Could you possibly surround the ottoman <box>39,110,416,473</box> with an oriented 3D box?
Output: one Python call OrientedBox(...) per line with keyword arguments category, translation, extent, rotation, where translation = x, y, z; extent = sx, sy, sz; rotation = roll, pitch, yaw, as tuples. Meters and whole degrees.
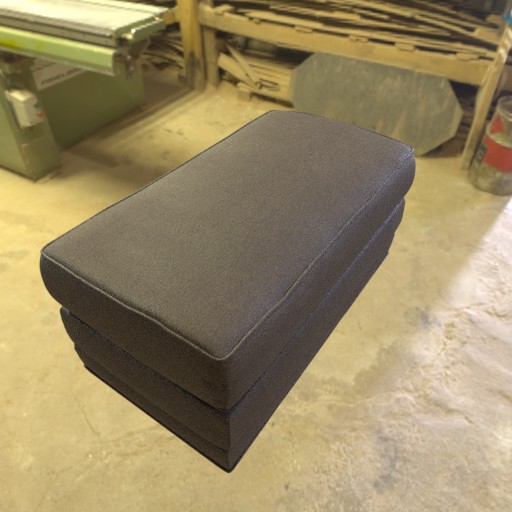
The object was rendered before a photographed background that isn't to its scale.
OrientedBox(category="ottoman", translation=(0.000, 0.000, 1.131), extent=(0.490, 0.448, 0.864), rotation=(25, 47, 26))
